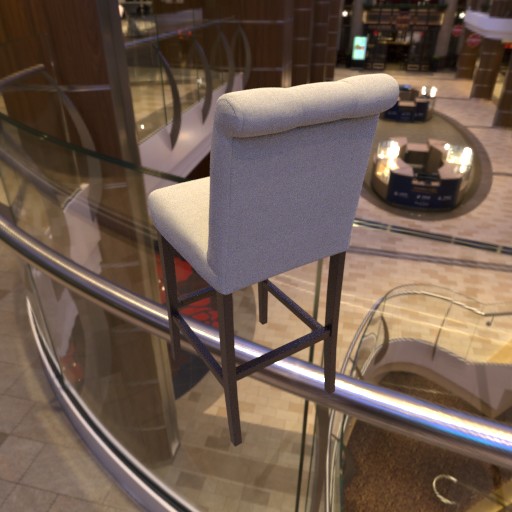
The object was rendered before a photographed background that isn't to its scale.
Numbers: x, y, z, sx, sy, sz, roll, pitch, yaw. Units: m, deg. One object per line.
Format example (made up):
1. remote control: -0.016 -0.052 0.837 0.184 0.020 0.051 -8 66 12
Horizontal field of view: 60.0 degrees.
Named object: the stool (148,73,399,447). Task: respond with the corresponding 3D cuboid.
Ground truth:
1. stool: 0.000 0.000 1.439 0.493 1.140 0.601 -18 36 -27
